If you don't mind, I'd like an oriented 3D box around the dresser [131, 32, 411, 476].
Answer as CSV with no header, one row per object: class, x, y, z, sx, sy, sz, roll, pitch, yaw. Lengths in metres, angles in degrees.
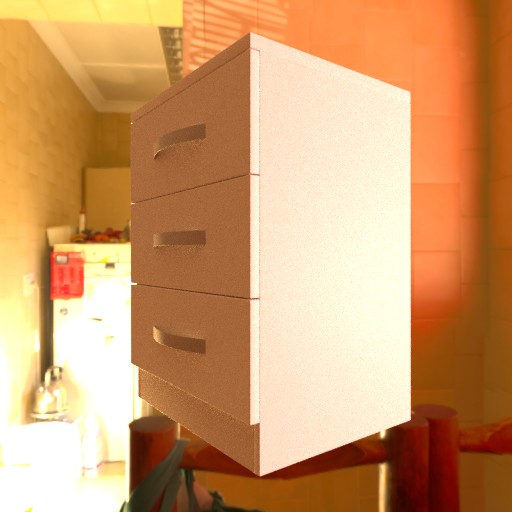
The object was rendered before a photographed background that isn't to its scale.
dresser,0.000,0.000,0.808,0.360,0.560,0.400,0,0,-37
